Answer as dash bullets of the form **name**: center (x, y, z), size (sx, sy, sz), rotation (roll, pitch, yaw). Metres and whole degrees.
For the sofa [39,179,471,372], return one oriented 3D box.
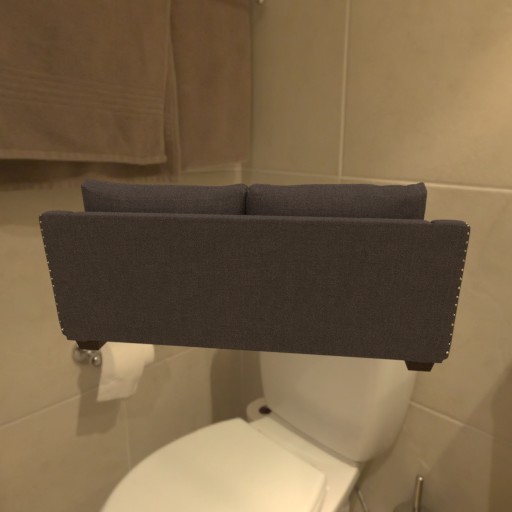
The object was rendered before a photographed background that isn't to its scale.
- **sofa**: center (0.000, 0.000, 3.315), size (2.550, 1.196, 1.336), rotation (2, 15, 7)
